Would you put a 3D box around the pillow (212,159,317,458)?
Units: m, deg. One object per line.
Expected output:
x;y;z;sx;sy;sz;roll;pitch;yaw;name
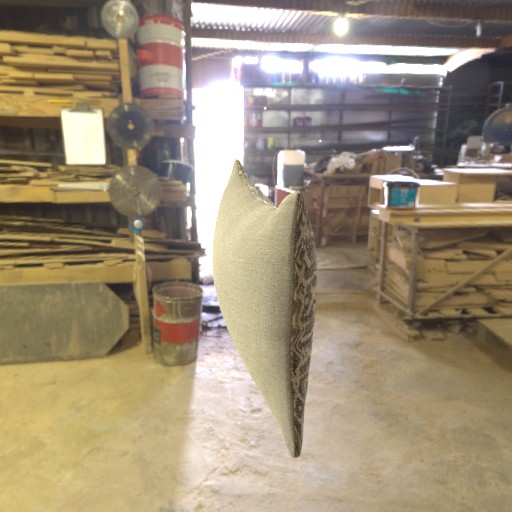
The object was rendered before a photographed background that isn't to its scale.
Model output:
0.000;0.000;0.746;0.148;0.290;0.631;-2;15;-8;pillow
